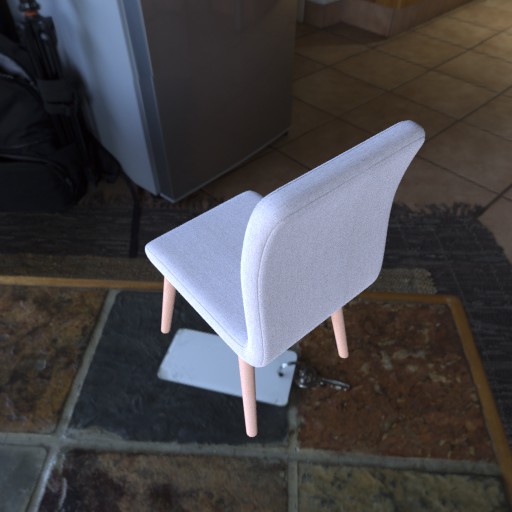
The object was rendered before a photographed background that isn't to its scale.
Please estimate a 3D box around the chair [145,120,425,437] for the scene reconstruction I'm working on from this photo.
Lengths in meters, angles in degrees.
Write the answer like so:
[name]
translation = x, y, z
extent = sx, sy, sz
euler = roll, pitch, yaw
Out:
[chair]
translation = 0.000, 0.000, 1.192
extent = 0.435, 0.885, 0.550
euler = -32, 54, -26
